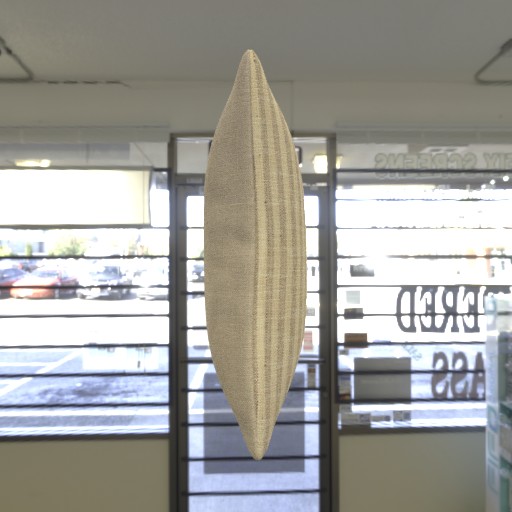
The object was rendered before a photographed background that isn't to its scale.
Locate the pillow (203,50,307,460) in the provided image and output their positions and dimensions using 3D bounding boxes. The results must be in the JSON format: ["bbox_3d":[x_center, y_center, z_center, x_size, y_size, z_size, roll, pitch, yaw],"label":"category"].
[{"bbox_3d":[0.000,0.000,0.797,0.166,0.510,0.523,0,0,1],"label":"pillow"}]
